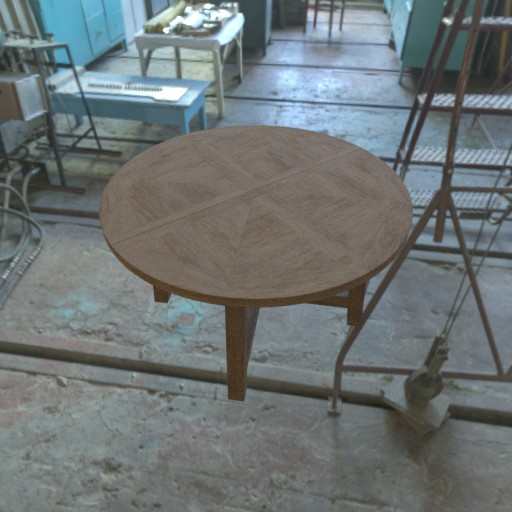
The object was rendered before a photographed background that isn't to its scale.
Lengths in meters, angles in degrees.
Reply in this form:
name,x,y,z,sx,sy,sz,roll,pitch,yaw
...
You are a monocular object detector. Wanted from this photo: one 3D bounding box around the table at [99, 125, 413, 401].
name,x,y,z,sx,sy,sz,roll,pitch,yaw
table,0.000,0.000,2.175,1.319,0.762,1.319,0,40,0
